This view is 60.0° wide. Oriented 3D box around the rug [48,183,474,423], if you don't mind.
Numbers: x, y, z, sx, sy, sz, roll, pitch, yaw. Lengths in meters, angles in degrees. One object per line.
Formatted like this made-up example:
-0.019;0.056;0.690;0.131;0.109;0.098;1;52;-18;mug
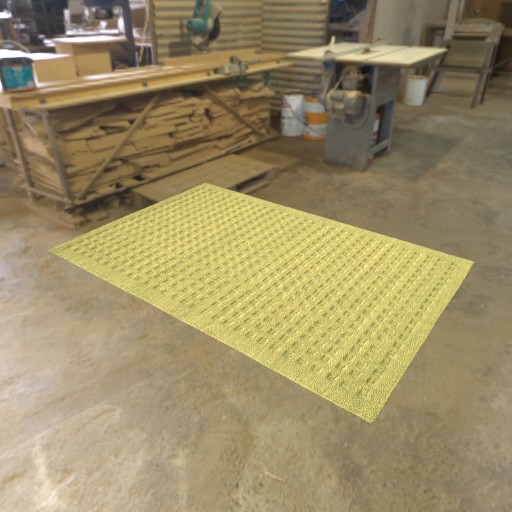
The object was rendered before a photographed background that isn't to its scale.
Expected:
0.000;0.000;2.854;2.297;0.007;1.529;21;36;31;rug
